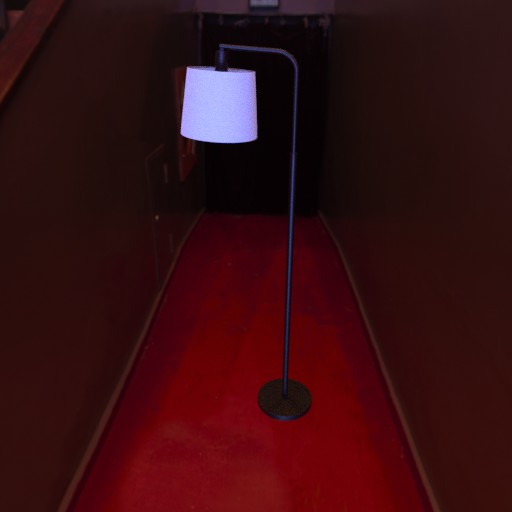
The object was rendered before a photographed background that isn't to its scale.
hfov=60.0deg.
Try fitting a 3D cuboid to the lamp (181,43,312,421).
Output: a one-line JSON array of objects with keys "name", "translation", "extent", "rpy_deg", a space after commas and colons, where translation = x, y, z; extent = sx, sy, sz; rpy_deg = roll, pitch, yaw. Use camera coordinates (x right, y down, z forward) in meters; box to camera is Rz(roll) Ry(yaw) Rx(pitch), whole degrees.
[{"name": "lamp", "translation": [0.000, 0.000, 1.711], "extent": [0.508, 1.478, 0.254], "rpy_deg": [0, 26, 0]}]
